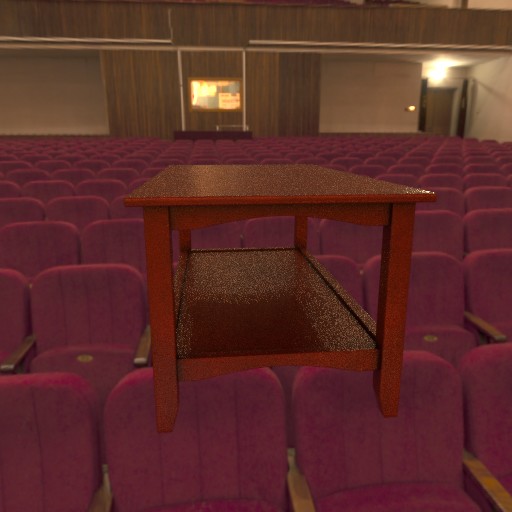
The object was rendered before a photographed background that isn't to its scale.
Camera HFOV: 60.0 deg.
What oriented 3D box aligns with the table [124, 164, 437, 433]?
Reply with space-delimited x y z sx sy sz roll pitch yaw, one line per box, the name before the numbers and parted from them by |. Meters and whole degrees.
table | 0.000 0.000 1.252 0.533 0.456 0.943 -2 15 -6
